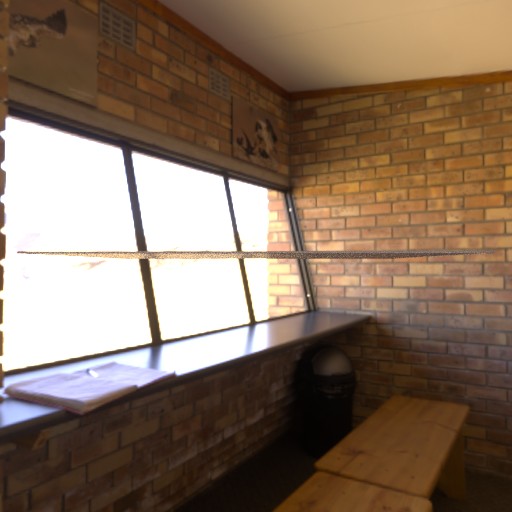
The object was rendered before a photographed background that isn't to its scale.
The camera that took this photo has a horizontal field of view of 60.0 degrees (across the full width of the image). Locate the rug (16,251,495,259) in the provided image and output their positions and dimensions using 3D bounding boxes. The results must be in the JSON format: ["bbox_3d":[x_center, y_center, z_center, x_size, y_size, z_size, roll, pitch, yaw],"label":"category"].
[{"bbox_3d":[0.000,0.000,3.649,2.878,0.014,2.005,0,-1,1],"label":"rug"}]
